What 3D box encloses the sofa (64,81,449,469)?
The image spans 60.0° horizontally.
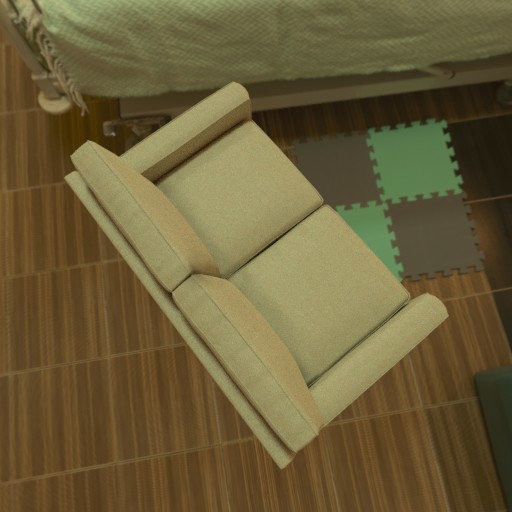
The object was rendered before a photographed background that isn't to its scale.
[{"bbox_3d":[0.000,0.000,2.054,0.942,0.853,1.484,-38,78,-10],"label":"sofa"}]
